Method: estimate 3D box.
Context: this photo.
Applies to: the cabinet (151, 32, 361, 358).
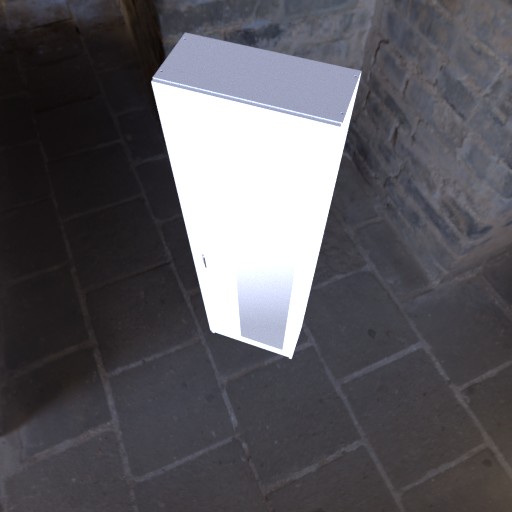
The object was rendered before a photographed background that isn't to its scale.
[{"bbox_3d":[0.000,0.000,1.907,0.500,1.790,0.230,17,61,10],"label":"cabinet"}]
